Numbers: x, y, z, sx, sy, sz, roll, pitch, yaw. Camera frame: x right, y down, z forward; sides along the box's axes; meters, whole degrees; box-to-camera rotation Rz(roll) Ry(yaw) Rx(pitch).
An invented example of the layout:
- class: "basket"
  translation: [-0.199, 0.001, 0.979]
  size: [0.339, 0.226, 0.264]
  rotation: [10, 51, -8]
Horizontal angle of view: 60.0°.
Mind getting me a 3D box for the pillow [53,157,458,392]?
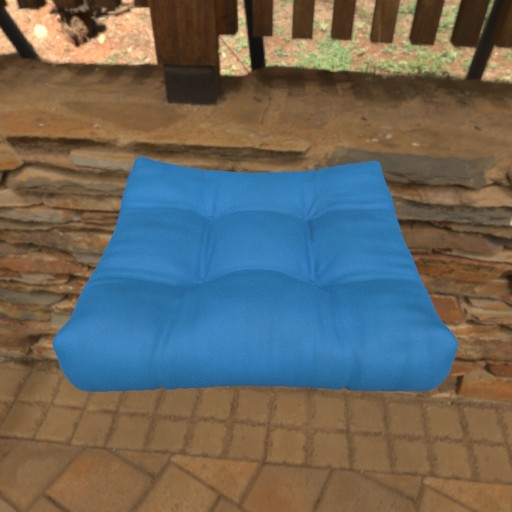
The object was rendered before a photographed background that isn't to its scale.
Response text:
- class: "pillow"
  translation: [0.000, 0.000, 0.713]
  size: [0.490, 0.128, 0.468]
  rotation: [0, 41, 0]
